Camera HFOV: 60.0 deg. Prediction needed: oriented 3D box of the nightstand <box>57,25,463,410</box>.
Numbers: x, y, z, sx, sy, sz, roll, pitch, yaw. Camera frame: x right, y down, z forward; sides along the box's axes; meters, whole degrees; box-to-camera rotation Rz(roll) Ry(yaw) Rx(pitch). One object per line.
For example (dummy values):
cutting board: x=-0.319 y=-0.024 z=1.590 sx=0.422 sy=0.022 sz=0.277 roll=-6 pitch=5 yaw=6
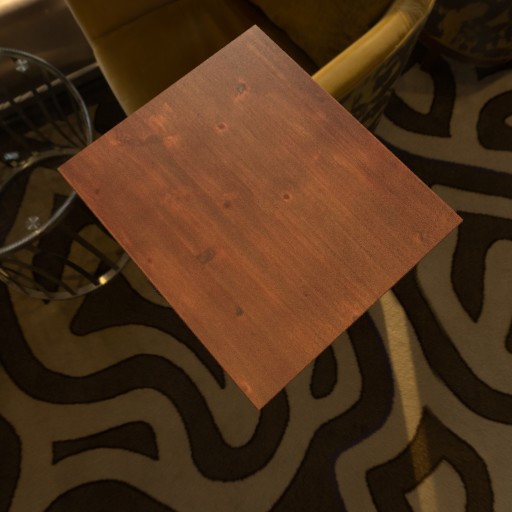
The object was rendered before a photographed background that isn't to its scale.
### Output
nightstand: x=0.000 y=0.000 z=0.997 sx=0.410 sy=0.695 sz=0.465 roll=-40 pitch=78 yaw=-10
